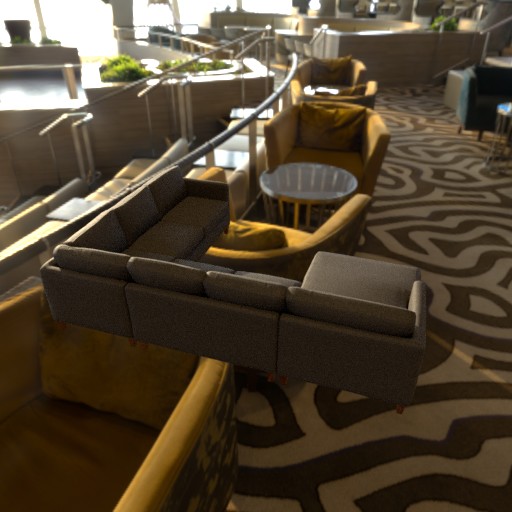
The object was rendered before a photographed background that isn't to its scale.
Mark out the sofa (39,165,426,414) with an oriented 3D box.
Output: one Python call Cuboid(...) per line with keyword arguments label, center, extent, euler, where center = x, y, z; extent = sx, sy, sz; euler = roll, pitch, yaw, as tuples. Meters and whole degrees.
Cuboid(label="sofa", center=(0.000, 0.000, 4.821), extent=(3.460, 0.961, 2.594), euler=(10, 32, 16))
